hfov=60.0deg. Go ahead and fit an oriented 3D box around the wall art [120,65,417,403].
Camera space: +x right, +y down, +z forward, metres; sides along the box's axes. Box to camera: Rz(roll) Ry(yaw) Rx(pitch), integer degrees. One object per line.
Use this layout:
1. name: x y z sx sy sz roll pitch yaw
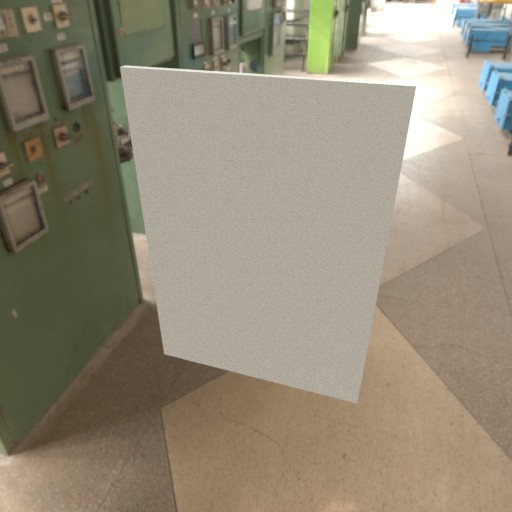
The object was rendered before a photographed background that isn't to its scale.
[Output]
1. wall art: 0.000 0.000 0.693 0.381 0.533 0.013 10 34 15
